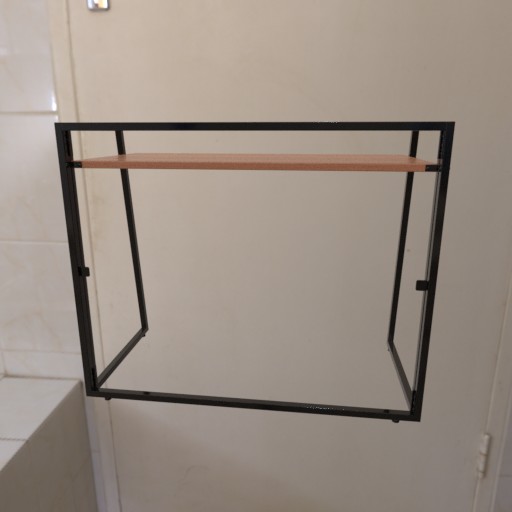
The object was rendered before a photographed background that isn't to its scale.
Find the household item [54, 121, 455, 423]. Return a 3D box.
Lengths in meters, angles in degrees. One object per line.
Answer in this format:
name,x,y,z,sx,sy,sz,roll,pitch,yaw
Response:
household item,0.000,0.000,1.503,1.050,0.860,0.510,2,16,7
